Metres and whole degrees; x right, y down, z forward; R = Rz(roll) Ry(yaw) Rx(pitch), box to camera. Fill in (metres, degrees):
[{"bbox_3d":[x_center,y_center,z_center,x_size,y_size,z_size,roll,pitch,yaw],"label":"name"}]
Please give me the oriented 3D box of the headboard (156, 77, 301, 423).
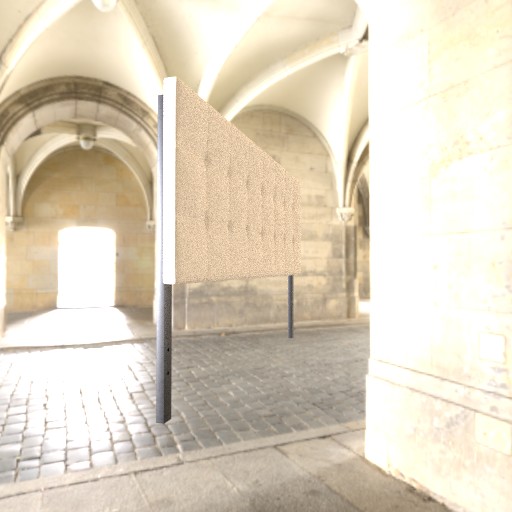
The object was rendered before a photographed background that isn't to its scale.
[{"bbox_3d":[0.000,0.000,2.901,0.120,1.410,2.362,0,-1,18],"label":"headboard"}]
